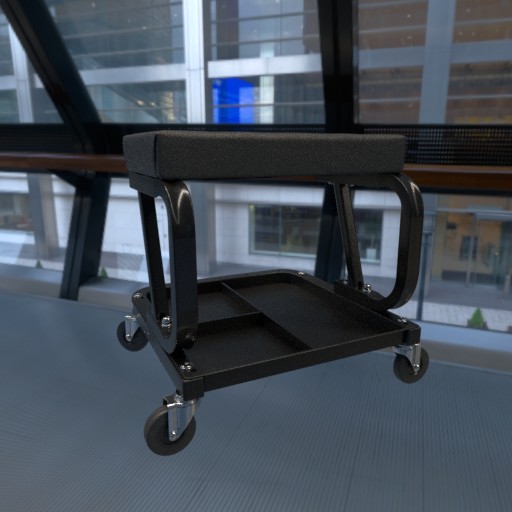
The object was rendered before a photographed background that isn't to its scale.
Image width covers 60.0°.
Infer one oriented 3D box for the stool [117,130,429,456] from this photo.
[{"bbox_3d":[0.000,0.000,0.718,0.446,0.380,0.371,-6,15,-25],"label":"stool"}]
